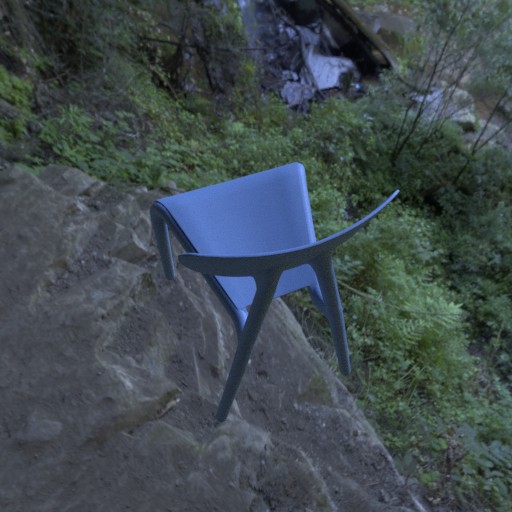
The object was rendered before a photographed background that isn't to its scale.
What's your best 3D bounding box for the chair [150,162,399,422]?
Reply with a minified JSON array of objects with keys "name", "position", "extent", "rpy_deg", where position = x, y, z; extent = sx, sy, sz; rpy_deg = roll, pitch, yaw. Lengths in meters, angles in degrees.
[{"name":"chair","position":[0.000,0.000,0.834],"extent":[0.356,0.580,0.401],"rpy_deg":[-17,59,-11]}]
